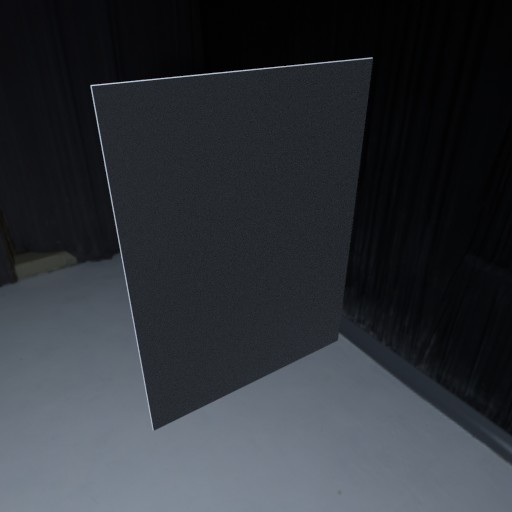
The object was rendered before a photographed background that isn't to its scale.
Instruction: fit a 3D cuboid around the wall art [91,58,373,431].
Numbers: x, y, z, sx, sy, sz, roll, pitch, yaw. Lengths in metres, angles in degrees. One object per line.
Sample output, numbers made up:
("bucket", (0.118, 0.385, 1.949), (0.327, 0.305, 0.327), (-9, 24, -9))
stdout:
("wall art", (0.000, 0.000, 0.778), (0.457, 0.609, 0.003), (-18, 35, -28))
